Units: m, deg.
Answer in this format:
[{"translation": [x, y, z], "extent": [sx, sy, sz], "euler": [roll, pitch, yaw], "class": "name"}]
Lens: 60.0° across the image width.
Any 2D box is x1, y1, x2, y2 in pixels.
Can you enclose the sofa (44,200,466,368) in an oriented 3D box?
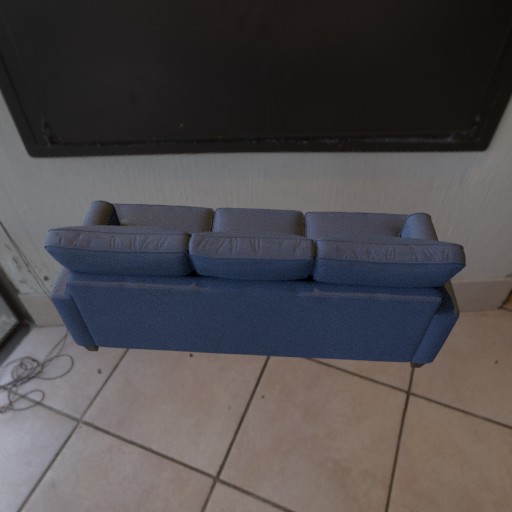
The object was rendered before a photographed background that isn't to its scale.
[{"translation": [0.000, 0.000, 2.672], "extent": [2.158, 0.965, 0.951], "euler": [2, 48, 2], "class": "sofa"}]
